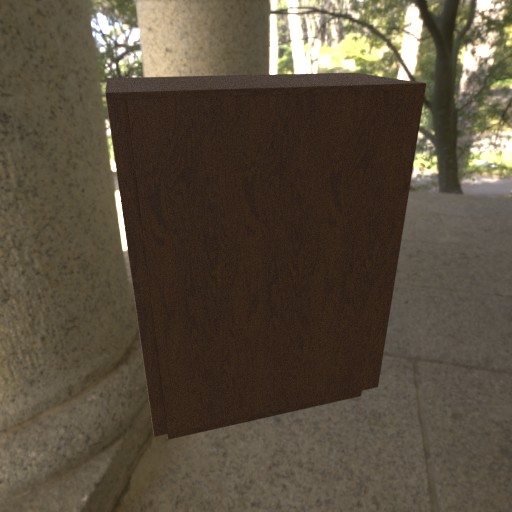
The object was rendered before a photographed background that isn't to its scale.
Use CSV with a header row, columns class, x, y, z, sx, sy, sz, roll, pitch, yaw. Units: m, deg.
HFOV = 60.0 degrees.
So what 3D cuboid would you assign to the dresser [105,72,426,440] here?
class,x,y,z,sx,sy,sz,roll,pitch,yaw
dresser,0.000,0.000,1.783,0.964,1.320,0.516,-7,27,-15
